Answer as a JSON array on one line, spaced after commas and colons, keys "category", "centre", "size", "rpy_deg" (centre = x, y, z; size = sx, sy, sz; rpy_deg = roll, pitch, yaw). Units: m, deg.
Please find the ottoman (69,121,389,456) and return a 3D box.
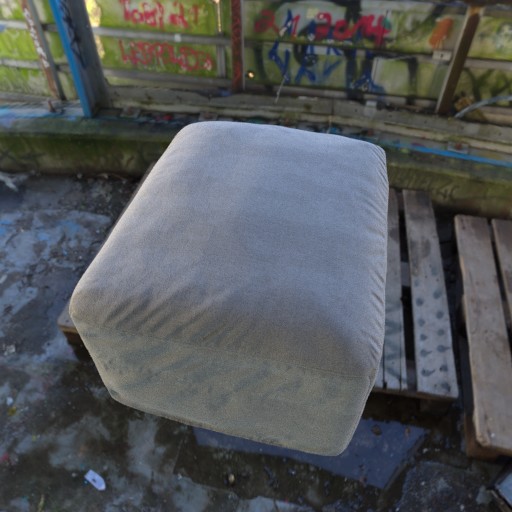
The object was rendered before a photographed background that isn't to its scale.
[{"category": "ottoman", "centre": [0.000, 0.000, 1.251], "size": [0.683, 0.481, 0.837], "rpy_deg": [9, 48, 9]}]
